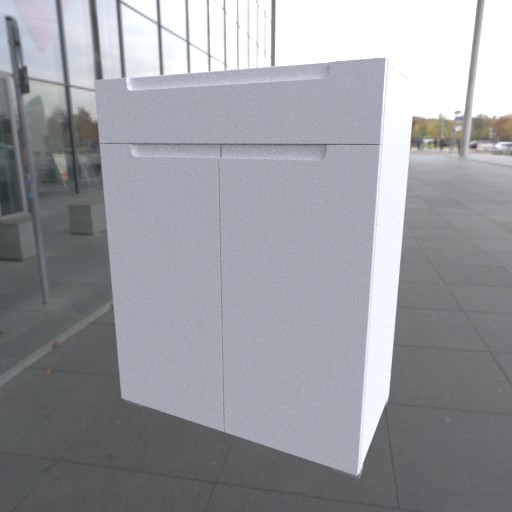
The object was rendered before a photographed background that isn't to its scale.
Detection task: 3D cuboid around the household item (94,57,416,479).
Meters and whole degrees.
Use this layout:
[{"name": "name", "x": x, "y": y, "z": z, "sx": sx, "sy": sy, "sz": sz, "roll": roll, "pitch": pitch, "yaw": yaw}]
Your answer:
[{"name": "household item", "x": 0.000, "y": 0.000, "z": 1.358, "sx": 0.790, "sy": 1.010, "sz": 0.420, "roll": 7, "pitch": 16, "yaw": 26}]
